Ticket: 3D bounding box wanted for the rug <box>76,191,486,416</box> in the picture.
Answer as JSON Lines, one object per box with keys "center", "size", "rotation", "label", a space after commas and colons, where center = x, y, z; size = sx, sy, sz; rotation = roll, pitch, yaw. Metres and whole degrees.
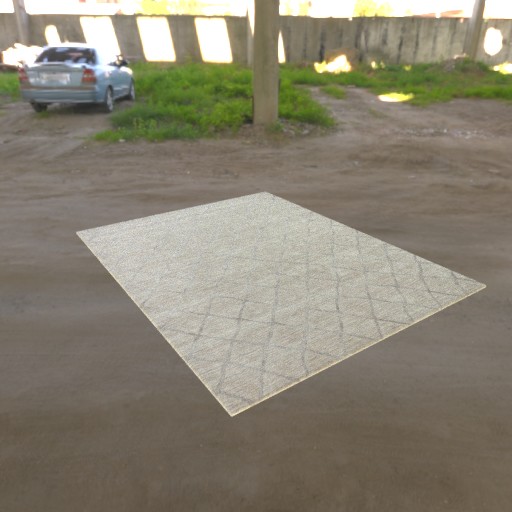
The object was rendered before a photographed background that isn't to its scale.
{"center": [0.000, 0.000, 4.078], "size": [2.420, 0.019, 3.038], "rotation": [-17, 30, -31], "label": "rug"}
